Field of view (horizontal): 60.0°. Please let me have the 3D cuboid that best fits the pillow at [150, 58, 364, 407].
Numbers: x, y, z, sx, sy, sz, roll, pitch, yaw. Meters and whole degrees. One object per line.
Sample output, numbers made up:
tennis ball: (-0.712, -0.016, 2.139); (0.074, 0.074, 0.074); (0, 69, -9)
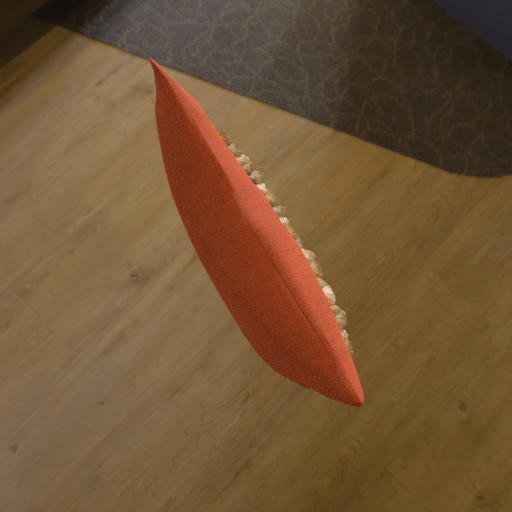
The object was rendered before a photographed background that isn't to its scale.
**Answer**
pillow: (0.000, 0.000, 0.723); (0.165, 0.482, 0.490); (-29, 78, -7)
